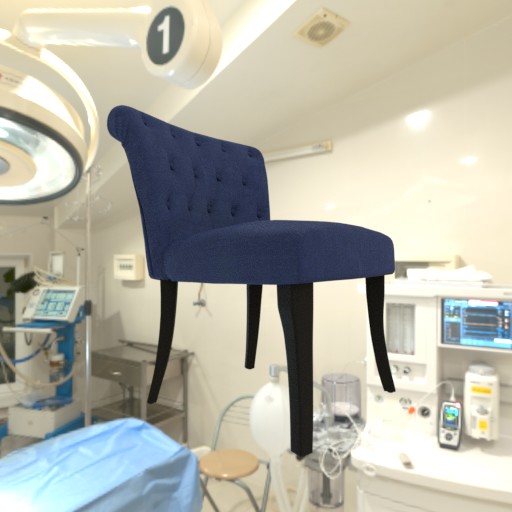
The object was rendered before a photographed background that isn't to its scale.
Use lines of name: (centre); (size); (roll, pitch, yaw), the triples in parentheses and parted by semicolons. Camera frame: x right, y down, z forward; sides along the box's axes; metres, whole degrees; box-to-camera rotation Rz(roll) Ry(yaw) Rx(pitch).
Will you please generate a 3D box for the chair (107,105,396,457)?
chair: (0.000, 0.000, 1.194); (0.606, 0.753, 0.585); (0, 0, 36)
